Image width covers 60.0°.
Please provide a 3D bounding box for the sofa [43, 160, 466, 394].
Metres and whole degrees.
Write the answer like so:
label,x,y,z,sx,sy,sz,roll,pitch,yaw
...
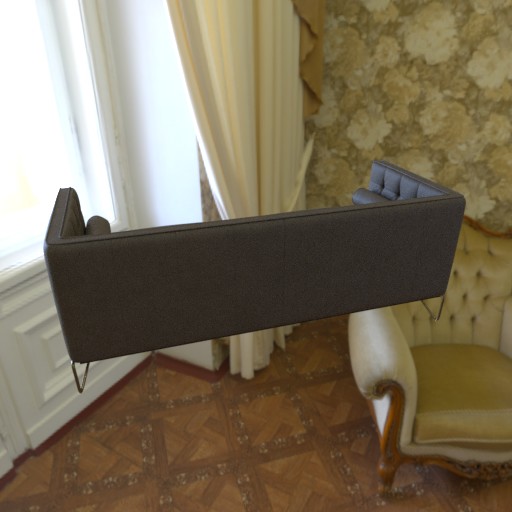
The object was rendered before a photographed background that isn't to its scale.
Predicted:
label,x,y,z,sx,sy,sz,roll,pitch,yaw
sofa,0.000,0.000,2.560,2.087,0.789,0.867,-8,27,-16
